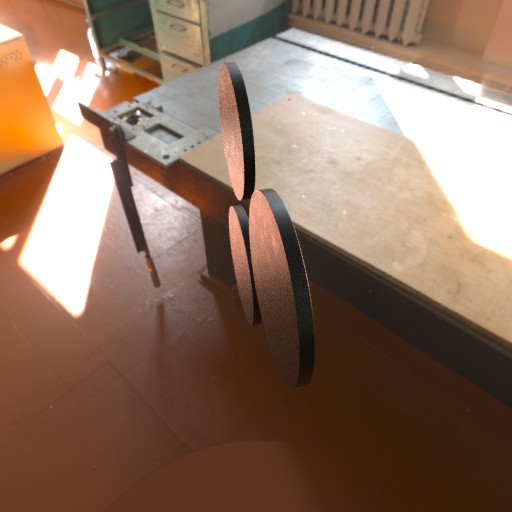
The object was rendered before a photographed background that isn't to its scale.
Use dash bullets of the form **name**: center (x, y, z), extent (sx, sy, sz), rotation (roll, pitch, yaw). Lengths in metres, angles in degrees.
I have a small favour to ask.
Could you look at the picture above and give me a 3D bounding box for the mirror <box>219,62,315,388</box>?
- **mirror**: center (0.000, 0.000, 3.081), extent (0.076, 2.096, 2.160), rotation (-9, 47, -9)
